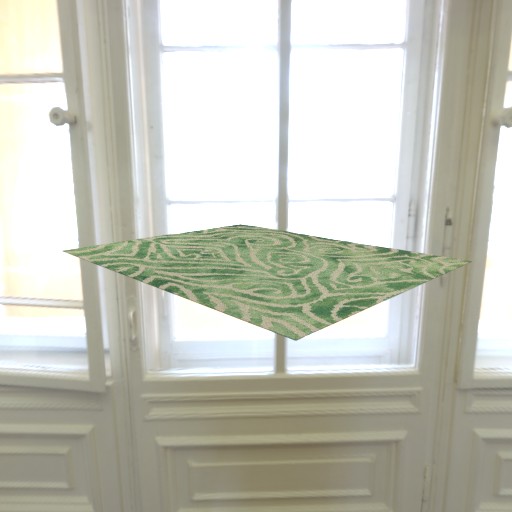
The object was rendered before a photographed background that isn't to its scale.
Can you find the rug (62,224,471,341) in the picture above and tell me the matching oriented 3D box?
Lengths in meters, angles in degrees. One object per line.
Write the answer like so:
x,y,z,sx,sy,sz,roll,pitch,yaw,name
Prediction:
0.000,0.000,4.198,2.436,0.007,3.045,-13,18,-43,rug
